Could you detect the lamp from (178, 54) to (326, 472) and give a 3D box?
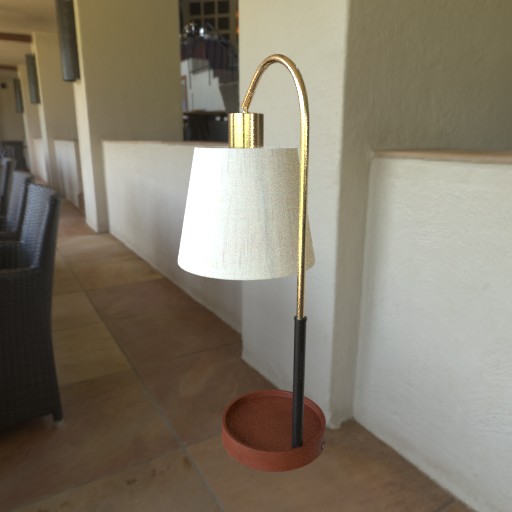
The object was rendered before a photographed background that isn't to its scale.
[{"bbox_3d":[0.000,0.000,0.656,0.211,0.536,0.273,-8,17,-26],"label":"lamp"}]
